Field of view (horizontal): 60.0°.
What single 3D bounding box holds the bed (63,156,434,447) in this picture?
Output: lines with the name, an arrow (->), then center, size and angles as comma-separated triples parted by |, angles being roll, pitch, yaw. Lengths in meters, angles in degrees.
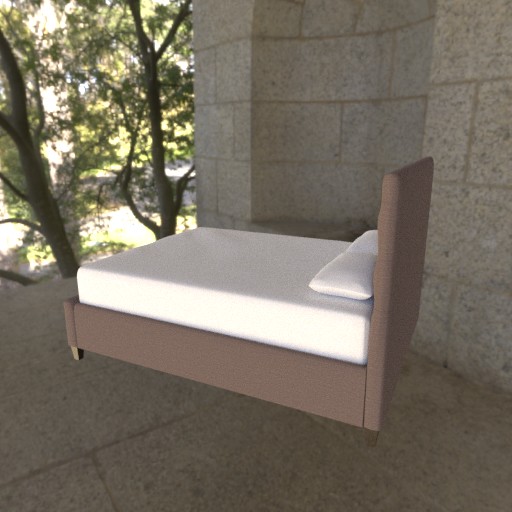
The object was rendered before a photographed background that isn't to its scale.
bed -> 0.000, 0.000, 3.306 | 2.233, 1.426, 1.696 | 7, 17, 25
